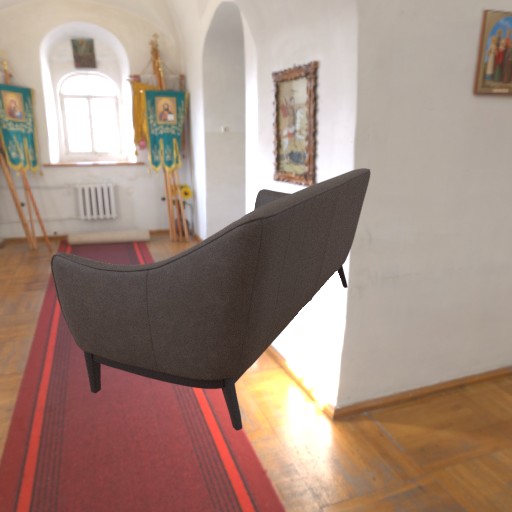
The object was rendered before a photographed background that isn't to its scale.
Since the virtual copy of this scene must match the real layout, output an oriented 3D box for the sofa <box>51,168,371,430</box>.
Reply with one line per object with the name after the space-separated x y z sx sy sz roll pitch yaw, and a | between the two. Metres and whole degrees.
0.000 0.000 2.375 0.869 0.831 1.928 7 18 24 | sofa
